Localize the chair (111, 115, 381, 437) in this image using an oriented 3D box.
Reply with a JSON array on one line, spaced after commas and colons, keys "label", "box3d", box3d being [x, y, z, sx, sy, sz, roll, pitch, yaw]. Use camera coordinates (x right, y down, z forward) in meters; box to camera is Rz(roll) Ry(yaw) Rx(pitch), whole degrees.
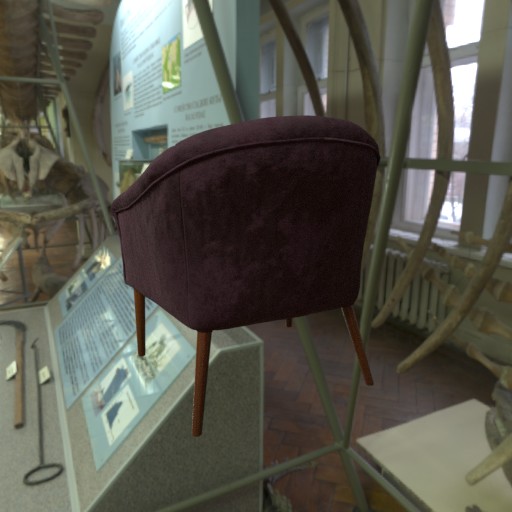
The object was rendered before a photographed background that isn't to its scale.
[{"label": "chair", "box3d": [0.000, 0.000, 1.545, 0.851, 0.885, 0.776, -6, 14, -26]}]
